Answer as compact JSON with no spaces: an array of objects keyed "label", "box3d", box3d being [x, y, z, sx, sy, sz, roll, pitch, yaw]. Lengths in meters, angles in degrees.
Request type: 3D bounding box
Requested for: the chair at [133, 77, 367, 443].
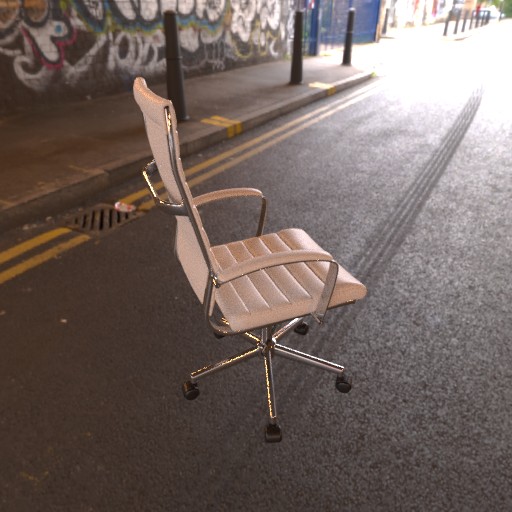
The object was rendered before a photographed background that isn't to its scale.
[{"label":"chair","box3d":[0.000,0.000,1.551,0.679,1.149,0.679,-11,31,-19]}]
